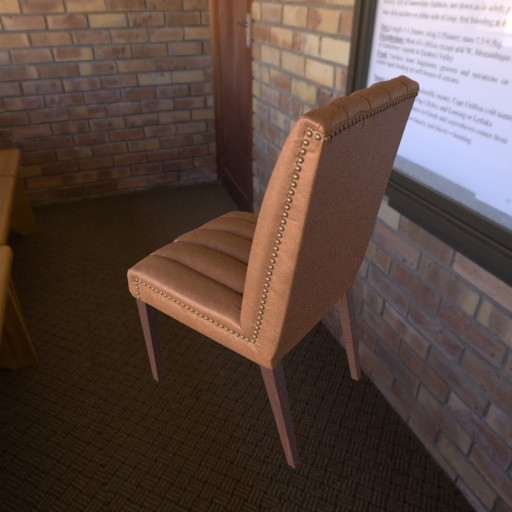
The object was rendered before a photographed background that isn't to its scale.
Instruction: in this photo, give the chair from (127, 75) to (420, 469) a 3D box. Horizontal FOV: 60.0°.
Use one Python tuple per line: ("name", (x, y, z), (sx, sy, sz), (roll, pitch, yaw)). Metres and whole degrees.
("chair", (0.000, 0.000, 1.326), (0.647, 1.016, 0.511), (21, 37, 31))
